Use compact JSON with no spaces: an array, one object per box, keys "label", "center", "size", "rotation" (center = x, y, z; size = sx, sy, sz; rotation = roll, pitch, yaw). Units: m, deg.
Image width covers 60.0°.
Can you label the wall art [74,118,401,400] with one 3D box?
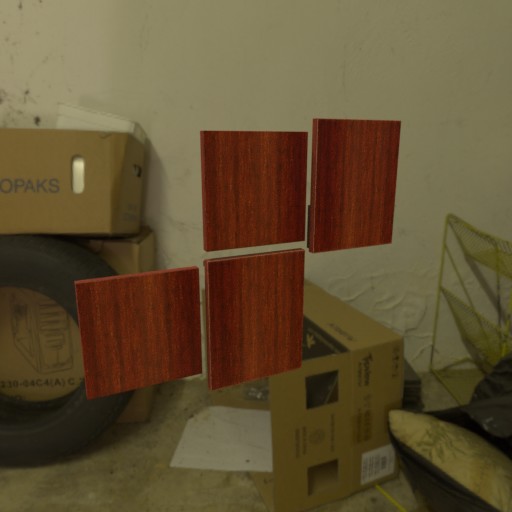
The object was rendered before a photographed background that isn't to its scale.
[{"label":"wall art","center":[0.000,0.000,0.830],"size":[0.635,0.497,0.030],"rotation":[-7,16,-25]}]
